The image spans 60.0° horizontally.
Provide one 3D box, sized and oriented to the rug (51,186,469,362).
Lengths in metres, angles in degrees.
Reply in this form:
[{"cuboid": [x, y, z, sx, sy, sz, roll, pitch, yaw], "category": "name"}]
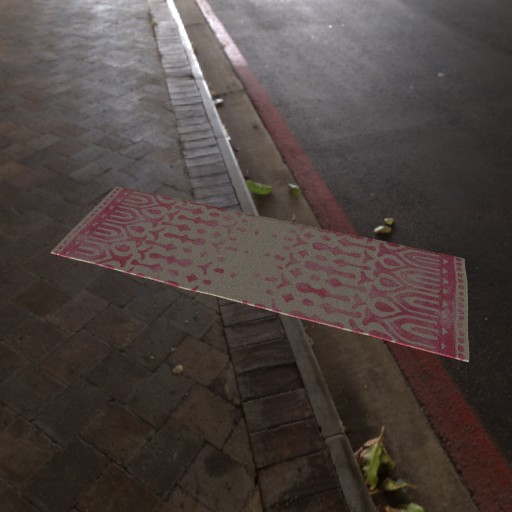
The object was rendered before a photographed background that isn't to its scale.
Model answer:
[{"cuboid": [0.000, 0.000, 2.724, 2.458, 0.011, 0.787, 13, 44, 14], "category": "rug"}]
